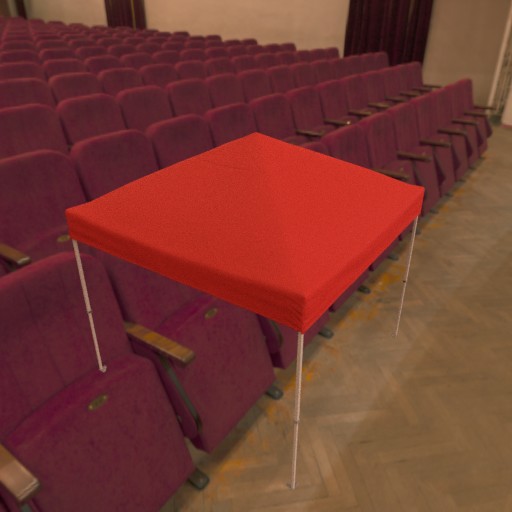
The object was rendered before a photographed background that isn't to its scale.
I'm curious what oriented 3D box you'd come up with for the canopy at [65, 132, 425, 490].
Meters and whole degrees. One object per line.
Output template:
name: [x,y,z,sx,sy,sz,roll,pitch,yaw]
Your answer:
canopy: [0.000,0.000,5.449,2.996,2.997,2.998,18,33,30]
